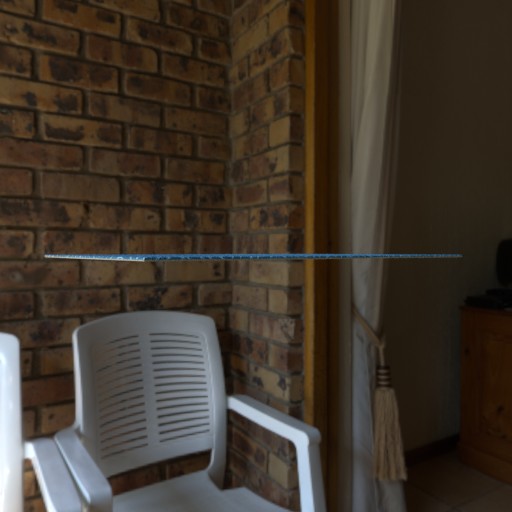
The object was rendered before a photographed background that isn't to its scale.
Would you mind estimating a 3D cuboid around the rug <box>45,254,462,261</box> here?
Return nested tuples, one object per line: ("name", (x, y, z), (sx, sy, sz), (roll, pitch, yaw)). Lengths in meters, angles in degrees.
("rug", (0.000, 0.000, 2.801), (2.144, 0.015, 1.543), (0, 1, -37))
